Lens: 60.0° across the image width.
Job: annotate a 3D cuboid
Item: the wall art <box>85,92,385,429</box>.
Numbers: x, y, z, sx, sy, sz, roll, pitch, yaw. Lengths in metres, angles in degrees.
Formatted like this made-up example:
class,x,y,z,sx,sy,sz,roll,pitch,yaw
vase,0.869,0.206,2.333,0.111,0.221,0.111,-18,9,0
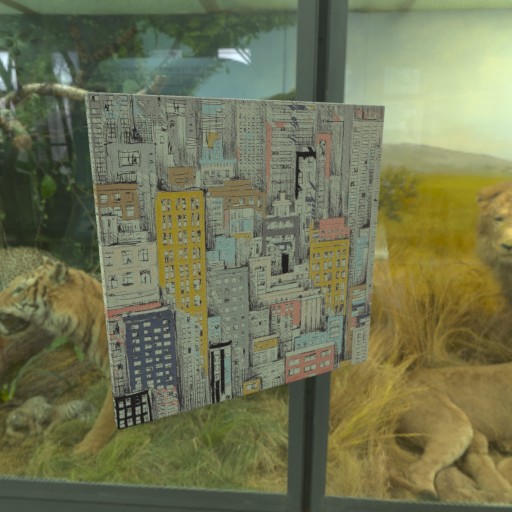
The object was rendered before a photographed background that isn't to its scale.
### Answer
class,x,y,z,sx,sy,sz,roll,pitch,yaw
wall art,0.000,0.000,1.146,0.761,0.762,0.048,-7,16,-26
